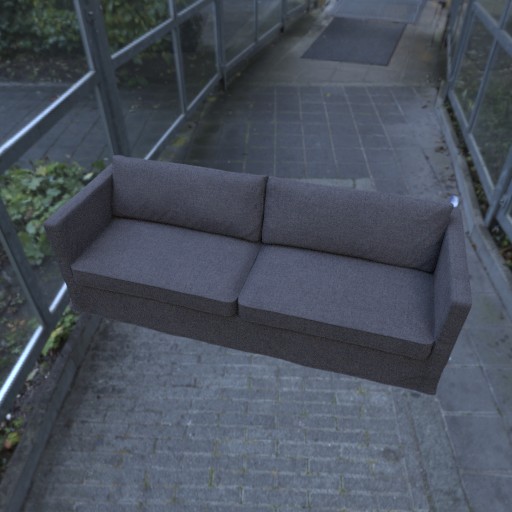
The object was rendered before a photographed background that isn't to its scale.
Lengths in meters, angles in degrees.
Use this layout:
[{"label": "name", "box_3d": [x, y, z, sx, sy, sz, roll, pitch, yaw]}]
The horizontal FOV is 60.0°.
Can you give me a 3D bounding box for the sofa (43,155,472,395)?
[{"label": "sofa", "box_3d": [0.000, 0.000, 3.276, 2.779, 0.998, 1.036, 10, 41, 13]}]
